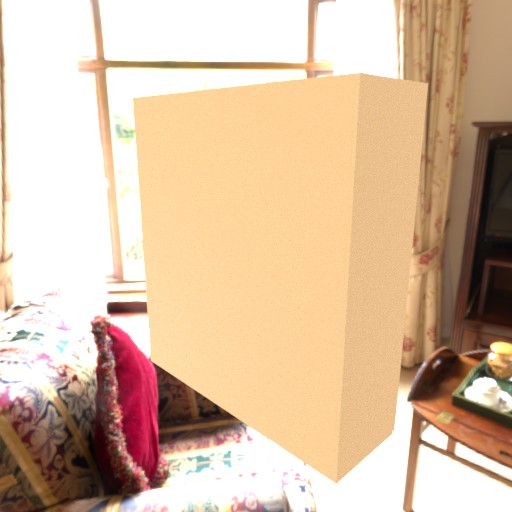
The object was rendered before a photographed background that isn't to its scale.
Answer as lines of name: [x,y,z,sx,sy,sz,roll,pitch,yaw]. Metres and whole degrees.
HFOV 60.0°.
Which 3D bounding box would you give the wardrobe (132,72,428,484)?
wardrobe: [0.000,0.000,2.896,0.600,2.020,1.830,-15,21,-42]
